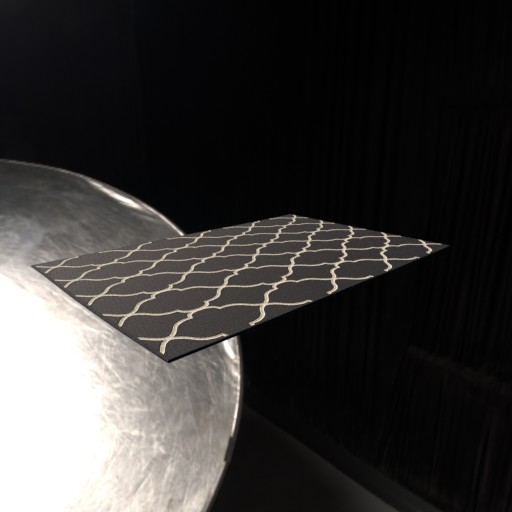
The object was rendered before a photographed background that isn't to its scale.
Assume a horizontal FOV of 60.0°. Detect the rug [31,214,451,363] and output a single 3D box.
[{"bbox_3d":[0.000,0.000,2.857,2.294,0.014,1.528,-15,22,-41],"label":"rug"}]
